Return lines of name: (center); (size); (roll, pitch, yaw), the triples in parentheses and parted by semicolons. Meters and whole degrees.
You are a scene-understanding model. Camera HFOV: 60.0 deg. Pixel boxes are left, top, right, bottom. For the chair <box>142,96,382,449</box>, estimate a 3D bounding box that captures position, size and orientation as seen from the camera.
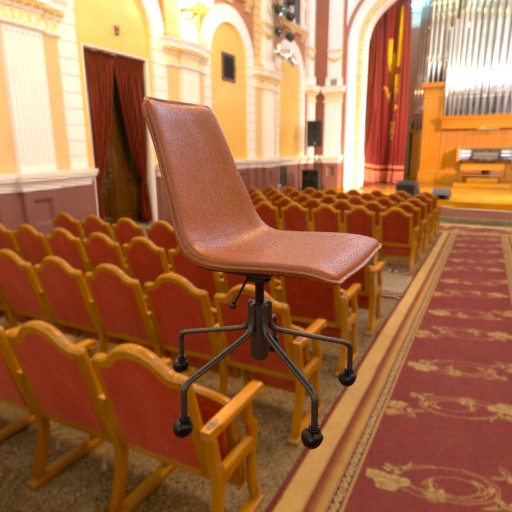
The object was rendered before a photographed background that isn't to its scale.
chair: (0.000, 0.000, 1.346); (0.660, 0.920, 0.651); (7, 16, 27)
